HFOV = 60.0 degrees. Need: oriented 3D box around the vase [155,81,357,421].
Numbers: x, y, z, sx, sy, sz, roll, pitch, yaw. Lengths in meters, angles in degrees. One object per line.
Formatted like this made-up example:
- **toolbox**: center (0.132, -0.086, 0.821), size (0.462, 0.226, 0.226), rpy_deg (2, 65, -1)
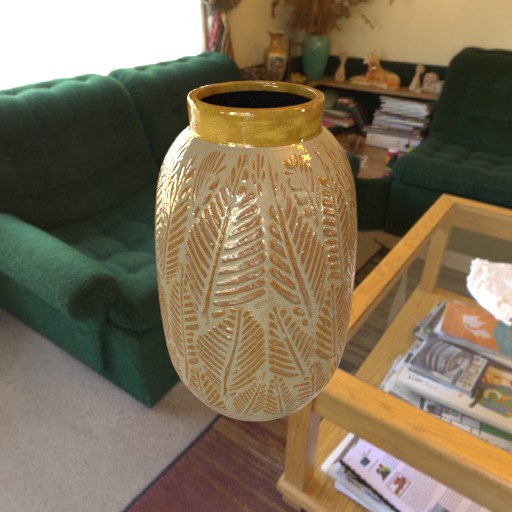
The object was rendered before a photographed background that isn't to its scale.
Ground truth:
- **vase**: center (0.000, 0.000, 0.384), size (0.172, 0.270, 0.172), rpy_deg (0, 32, 0)
